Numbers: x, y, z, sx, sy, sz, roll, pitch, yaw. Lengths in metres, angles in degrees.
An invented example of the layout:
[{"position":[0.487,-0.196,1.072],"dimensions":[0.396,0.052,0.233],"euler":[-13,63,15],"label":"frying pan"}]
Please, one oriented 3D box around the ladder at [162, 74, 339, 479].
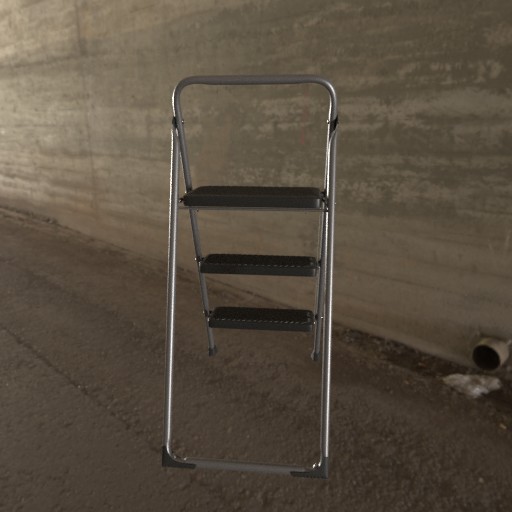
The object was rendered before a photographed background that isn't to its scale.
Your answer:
[{"position":[0.000,0.000,1.263],"dimensions":[0.430,0.945,0.629],"euler":[2,16,6],"label":"ladder"}]
